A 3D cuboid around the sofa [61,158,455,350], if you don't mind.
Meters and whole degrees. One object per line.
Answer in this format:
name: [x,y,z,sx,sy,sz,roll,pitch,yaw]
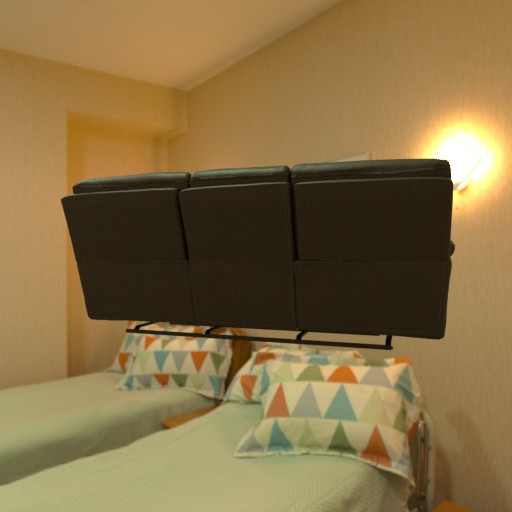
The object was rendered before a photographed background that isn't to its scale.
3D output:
sofa: [0.000,0.000,3.201,2.627,1.134,1.104,0,0,19]
